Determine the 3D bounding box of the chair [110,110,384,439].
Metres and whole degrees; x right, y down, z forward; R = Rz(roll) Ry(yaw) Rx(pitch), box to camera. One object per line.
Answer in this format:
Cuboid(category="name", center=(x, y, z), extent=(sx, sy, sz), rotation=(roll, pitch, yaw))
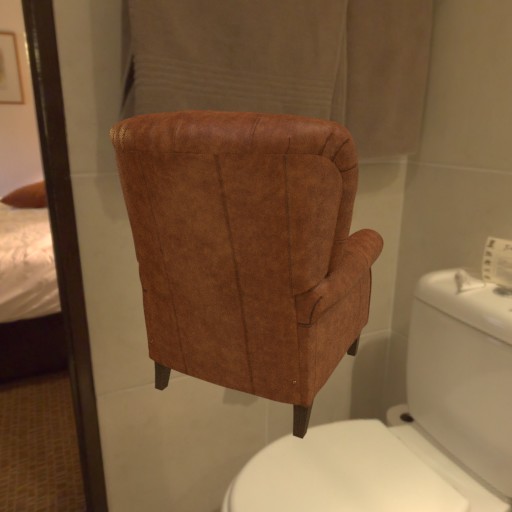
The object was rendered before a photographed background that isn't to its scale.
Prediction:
Cuboid(category="chair", center=(0.000, 0.000, 1.895), extent=(0.951, 1.164, 1.059), rotation=(9, 19, 27))
